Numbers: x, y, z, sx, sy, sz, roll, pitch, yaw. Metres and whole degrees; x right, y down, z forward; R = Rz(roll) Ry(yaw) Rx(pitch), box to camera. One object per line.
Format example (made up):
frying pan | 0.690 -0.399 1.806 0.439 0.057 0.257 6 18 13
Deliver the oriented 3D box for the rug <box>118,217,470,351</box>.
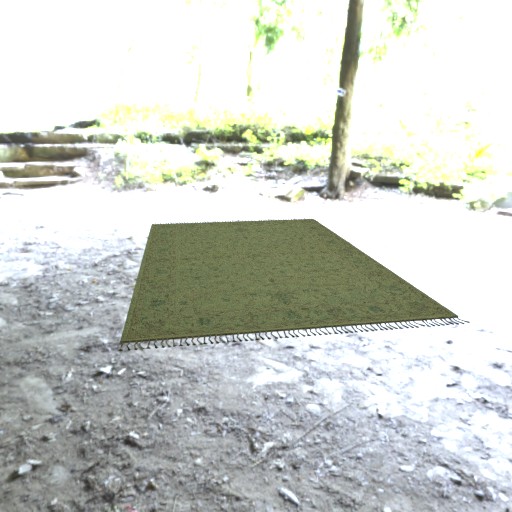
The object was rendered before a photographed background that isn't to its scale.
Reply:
rug | 0.000 0.000 2.999 1.544 0.010 2.435 -3 16 -9
